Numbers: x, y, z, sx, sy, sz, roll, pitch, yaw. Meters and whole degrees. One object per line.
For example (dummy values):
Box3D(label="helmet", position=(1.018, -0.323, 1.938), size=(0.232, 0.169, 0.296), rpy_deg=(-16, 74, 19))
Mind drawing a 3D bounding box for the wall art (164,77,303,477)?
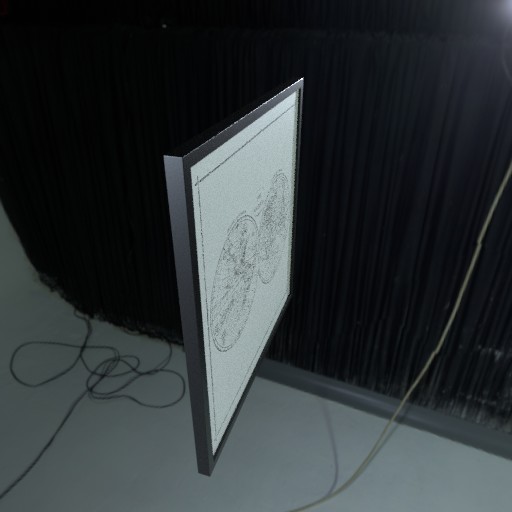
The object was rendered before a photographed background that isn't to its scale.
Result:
Box3D(label="wall art", position=(0.000, 0.000, 1.171), size=(0.031, 0.775, 0.773), rpy_deg=(10, 32, 16))
